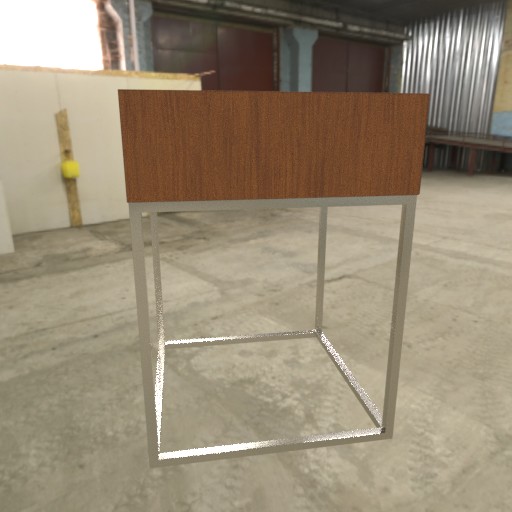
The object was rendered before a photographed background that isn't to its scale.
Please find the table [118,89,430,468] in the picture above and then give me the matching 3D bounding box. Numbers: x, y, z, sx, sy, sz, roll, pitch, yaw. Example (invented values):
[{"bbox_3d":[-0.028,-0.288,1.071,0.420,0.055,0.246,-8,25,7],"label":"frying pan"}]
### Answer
[{"bbox_3d":[0.000,0.000,0.815,0.398,0.540,0.397,-3,16,-9],"label":"table"}]
